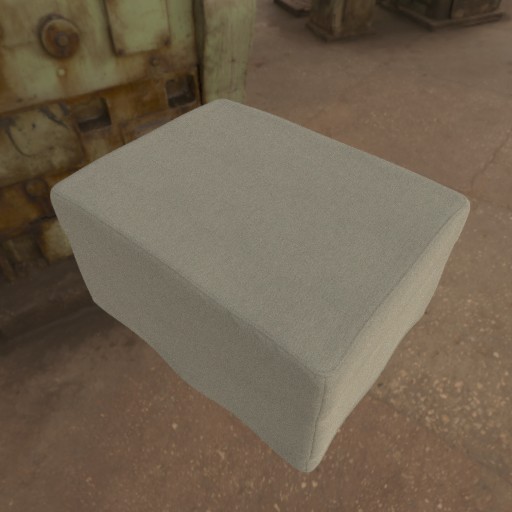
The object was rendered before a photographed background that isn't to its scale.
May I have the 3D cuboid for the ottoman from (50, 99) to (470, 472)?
[{"bbox_3d":[0.000,0.000,1.214,0.833,0.461,0.648,31,53,26],"label":"ottoman"}]
